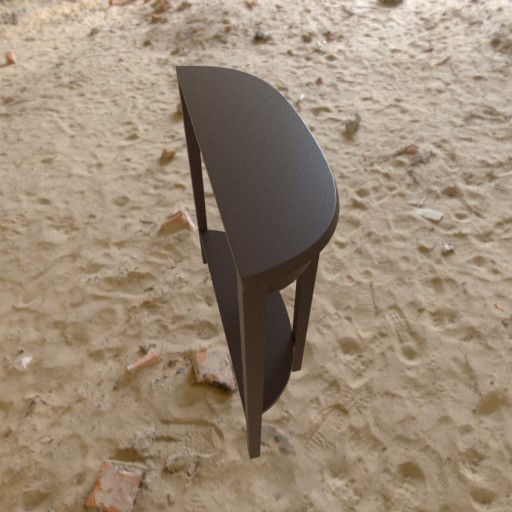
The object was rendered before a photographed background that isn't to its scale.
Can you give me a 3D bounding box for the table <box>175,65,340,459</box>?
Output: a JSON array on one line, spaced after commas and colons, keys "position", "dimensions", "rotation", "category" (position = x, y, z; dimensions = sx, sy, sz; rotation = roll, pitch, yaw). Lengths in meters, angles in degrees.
[{"position": [0.000, 0.000, 1.353], "dimensions": [0.274, 0.831, 0.909], "rotation": [-10, 47, -10], "category": "table"}]
